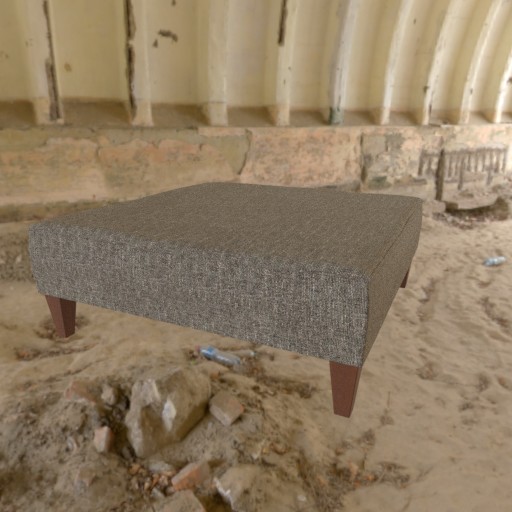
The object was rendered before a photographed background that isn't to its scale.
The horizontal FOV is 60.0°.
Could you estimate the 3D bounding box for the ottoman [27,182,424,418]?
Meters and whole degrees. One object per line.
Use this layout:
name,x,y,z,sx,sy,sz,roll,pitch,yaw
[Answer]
ottoman,0.000,0.000,1.521,0.981,0.379,1.016,8,19,24
